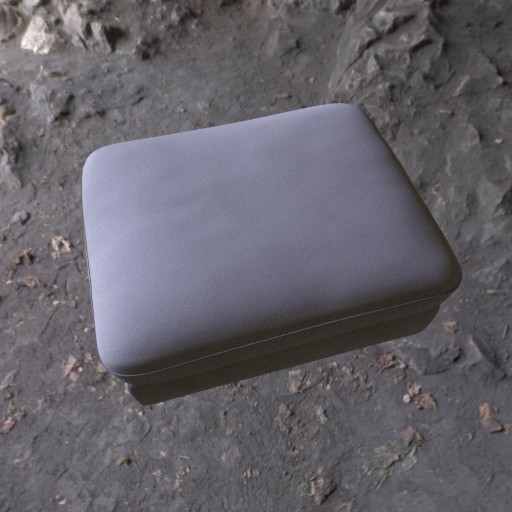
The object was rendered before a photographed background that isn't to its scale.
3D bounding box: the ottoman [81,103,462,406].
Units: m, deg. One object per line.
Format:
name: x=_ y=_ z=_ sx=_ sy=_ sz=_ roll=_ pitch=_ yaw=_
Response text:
ottoman: x=0.000 y=0.000 z=1.123 sx=0.747 sy=0.478 sz=0.593 roll=-14 pitch=59 yaw=-8
